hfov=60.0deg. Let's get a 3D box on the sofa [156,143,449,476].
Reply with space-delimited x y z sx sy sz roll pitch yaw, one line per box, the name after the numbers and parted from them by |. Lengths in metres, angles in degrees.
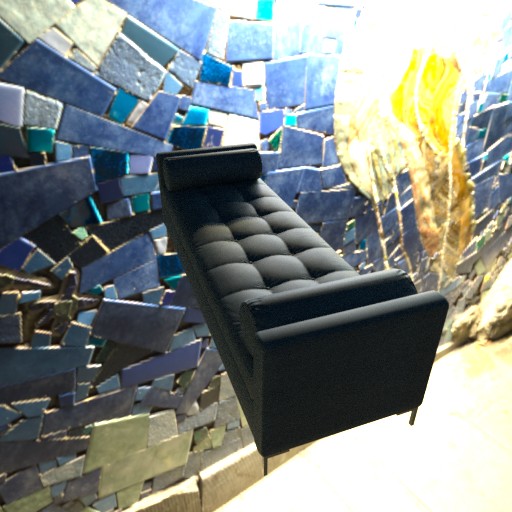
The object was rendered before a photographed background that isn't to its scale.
0.000 0.000 2.336 0.686 0.635 1.981 -10 32 -17 | sofa
